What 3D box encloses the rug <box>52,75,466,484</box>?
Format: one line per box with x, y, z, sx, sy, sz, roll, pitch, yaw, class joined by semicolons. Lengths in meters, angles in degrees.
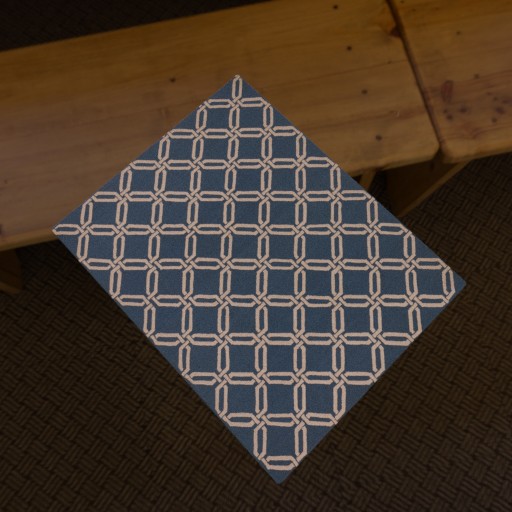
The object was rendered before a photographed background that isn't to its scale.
0.000;0.000;3.851;2.277;0.020;2.867;-43;80;-10;rug
